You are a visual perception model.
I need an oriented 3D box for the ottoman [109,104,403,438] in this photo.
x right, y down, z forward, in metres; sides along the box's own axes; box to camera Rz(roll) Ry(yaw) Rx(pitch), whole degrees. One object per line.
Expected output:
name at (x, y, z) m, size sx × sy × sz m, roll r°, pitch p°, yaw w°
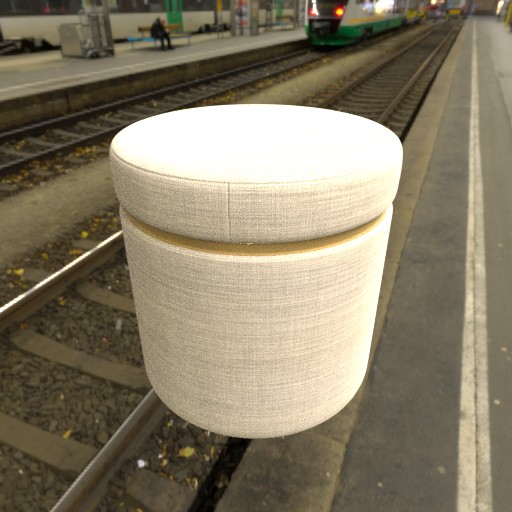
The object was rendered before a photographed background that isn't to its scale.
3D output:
ottoman at (0.000, 0.000, 0.716) m, size 0.400 × 0.406 × 0.400 m, roll 0°, pitch 30°, yaw 0°
